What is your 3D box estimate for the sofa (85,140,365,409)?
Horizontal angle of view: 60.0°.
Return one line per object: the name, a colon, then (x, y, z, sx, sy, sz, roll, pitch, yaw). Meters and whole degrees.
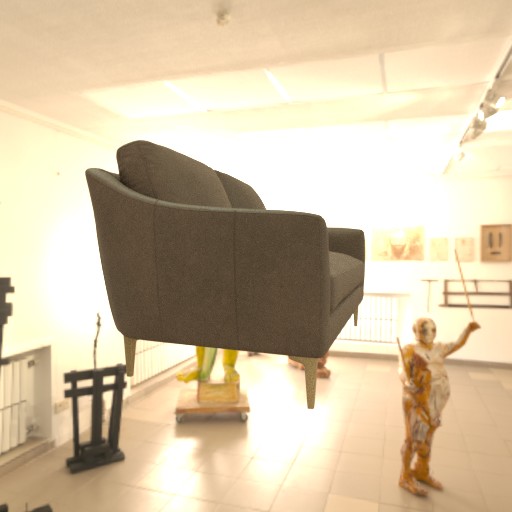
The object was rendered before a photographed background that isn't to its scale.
sofa: (0.000, 0.000, 2.193, 0.960, 0.902, 1.619, 0, 1, 18)
